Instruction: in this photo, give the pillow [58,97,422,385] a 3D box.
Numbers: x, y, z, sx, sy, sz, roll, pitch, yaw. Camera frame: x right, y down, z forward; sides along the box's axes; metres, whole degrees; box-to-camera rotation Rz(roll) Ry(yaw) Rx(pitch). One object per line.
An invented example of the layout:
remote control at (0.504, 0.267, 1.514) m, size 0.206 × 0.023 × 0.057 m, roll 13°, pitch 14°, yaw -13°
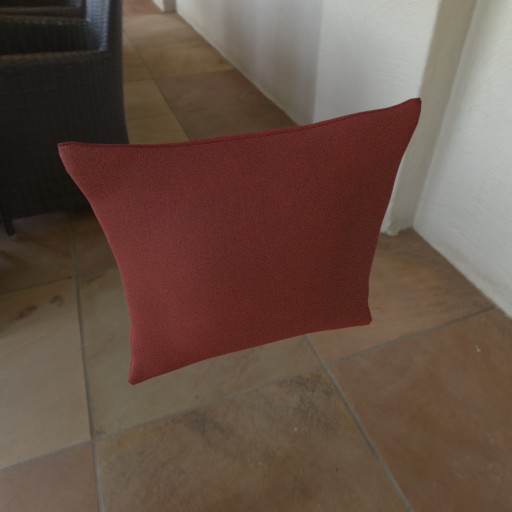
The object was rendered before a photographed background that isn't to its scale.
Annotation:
pillow at (0.000, 0.000, 0.638) m, size 0.435 × 0.416 × 0.151 m, roll -12°, pitch 42°, yaw -13°
